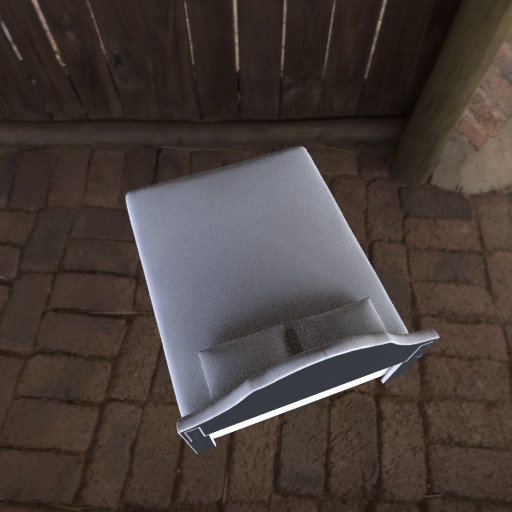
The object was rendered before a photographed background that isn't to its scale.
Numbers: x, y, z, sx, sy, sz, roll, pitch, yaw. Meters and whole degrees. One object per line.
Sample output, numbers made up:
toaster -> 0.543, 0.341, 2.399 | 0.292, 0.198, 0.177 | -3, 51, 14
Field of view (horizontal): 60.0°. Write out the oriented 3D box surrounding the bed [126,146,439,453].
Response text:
bed -> 0.000, 0.000, 3.865 | 2.039, 1.617, 2.477 | -17, 61, -10
